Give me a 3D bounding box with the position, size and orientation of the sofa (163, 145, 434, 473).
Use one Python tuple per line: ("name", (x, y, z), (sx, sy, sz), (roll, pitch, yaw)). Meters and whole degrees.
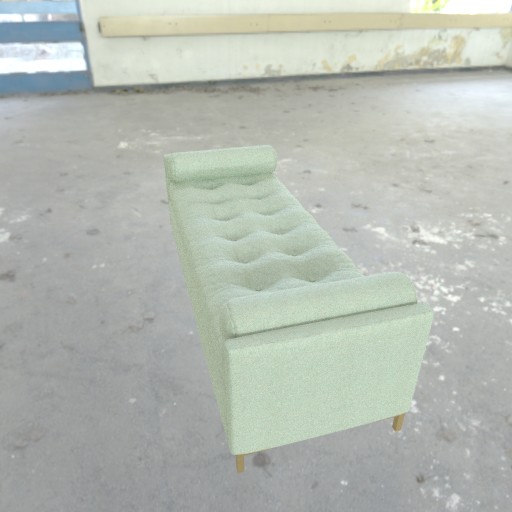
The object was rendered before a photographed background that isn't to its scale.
("sofa", (0.000, 0.000, 2.509), (0.796, 0.705, 2.102), (-8, 32, -14))
